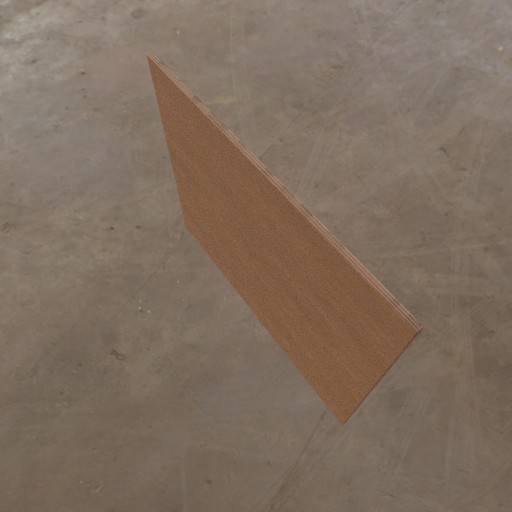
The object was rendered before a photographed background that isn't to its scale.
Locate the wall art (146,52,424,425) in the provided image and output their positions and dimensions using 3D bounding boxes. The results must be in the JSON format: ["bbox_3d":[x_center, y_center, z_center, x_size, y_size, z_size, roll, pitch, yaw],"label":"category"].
[{"bbox_3d":[0.000,0.000,0.682,0.010,0.408,0.508,-31,63,-18],"label":"wall art"}]
